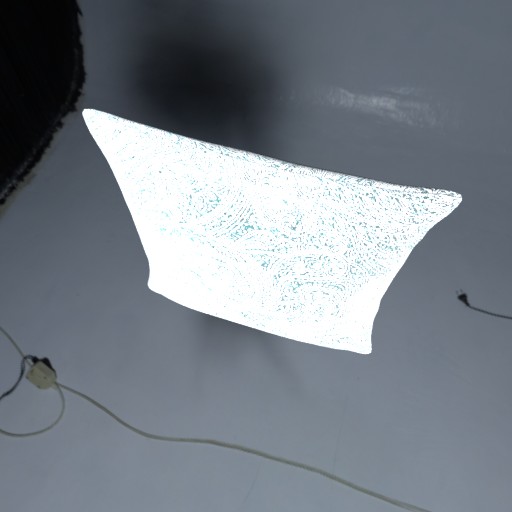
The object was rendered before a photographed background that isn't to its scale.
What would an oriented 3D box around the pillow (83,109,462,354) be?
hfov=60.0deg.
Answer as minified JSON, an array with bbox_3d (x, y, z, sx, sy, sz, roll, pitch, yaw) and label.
[{"bbox_3d":[0.000,0.000,0.792,0.526,0.507,0.166,15,59,10],"label":"pillow"}]
